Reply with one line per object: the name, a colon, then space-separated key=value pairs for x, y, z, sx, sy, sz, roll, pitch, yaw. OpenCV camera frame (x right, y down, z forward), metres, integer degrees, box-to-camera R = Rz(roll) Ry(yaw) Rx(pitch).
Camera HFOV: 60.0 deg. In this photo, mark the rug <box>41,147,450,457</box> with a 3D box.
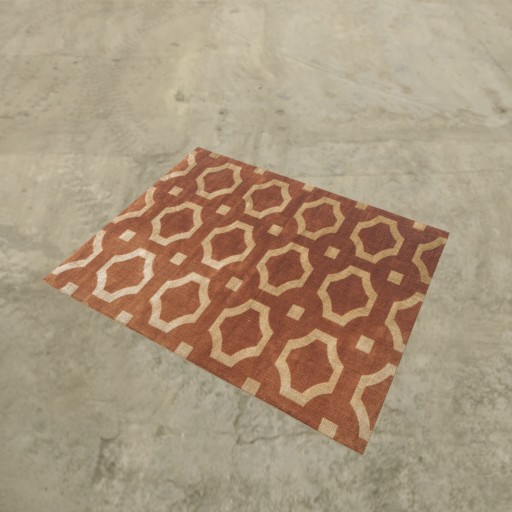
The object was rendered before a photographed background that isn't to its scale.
rug: x=0.000 y=0.000 z=4.191 sx=3.049 sy=0.021 sz=2.466 roll=23 pitch=51 yaw=20
